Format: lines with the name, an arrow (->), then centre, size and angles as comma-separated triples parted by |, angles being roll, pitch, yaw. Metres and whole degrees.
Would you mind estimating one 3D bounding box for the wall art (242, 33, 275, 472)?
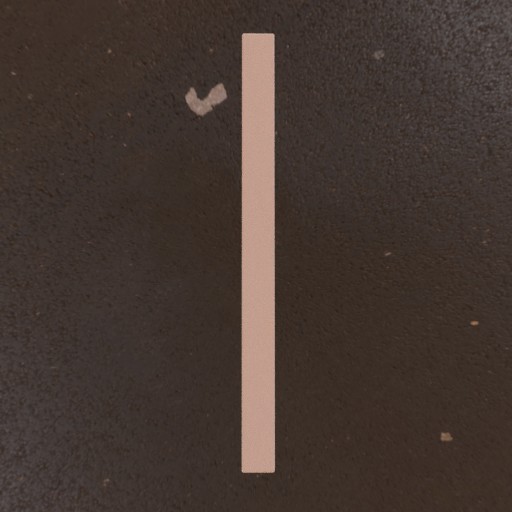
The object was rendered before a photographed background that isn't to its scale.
wall art -> 0.000, 0.000, 0.764 | 0.038, 0.508, 0.508 | 0, 88, -1
